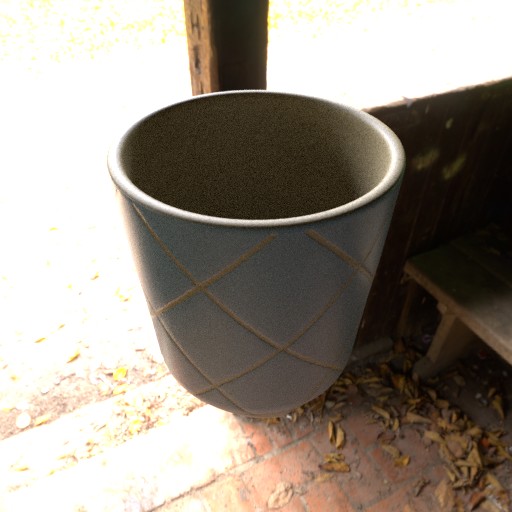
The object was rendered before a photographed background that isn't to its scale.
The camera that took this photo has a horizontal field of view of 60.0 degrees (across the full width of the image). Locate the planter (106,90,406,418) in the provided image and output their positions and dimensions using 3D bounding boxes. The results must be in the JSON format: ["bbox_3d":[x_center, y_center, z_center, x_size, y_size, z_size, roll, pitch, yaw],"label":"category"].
[{"bbox_3d":[0.000,0.000,0.421,0.227,0.235,0.227,0,40,0],"label":"planter"}]
